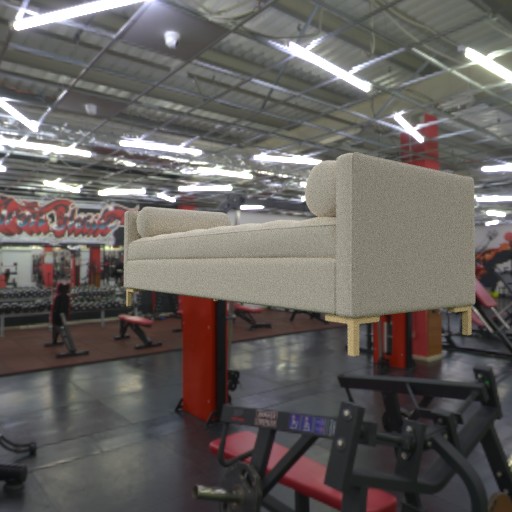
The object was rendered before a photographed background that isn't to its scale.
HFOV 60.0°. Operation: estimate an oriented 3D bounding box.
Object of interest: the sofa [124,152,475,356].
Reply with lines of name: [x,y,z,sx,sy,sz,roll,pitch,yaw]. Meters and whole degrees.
sofa: [0.000,0.000,2.340,0.746,0.641,1.985,1,-1,-36]
